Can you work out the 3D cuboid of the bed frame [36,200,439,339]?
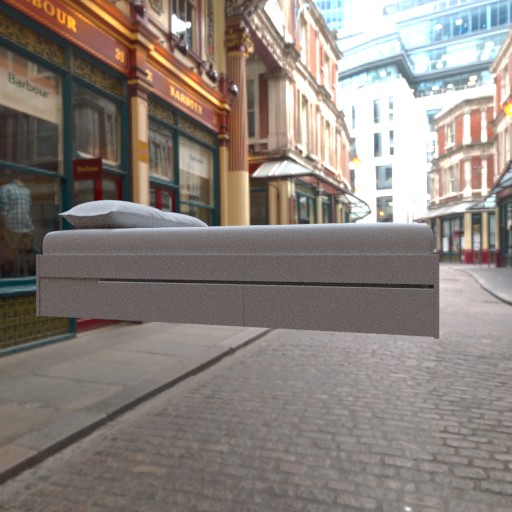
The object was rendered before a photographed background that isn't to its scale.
[{"bbox_3d":[0.000,0.000,2.680,1.950,0.629,1.450,0,0,18],"label":"bed frame"}]
